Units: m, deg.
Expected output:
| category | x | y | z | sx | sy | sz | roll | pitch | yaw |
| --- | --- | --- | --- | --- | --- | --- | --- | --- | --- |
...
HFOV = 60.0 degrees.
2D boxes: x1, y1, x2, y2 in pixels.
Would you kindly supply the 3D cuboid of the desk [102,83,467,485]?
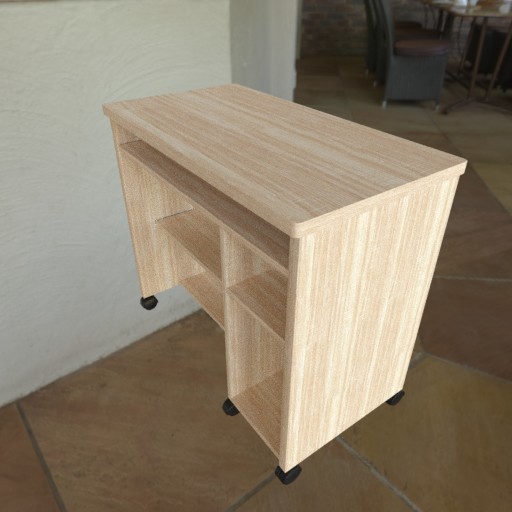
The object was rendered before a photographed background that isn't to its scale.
| category | x | y | z | sx | sy | sz | roll | pitch | yaw |
| --- | --- | --- | --- | --- | --- | --- | --- | --- | --- |
| desk | 0.000 | 0.000 | 1.319 | 0.480 | 0.770 | 0.884 | -22 | 39 | -29 |
